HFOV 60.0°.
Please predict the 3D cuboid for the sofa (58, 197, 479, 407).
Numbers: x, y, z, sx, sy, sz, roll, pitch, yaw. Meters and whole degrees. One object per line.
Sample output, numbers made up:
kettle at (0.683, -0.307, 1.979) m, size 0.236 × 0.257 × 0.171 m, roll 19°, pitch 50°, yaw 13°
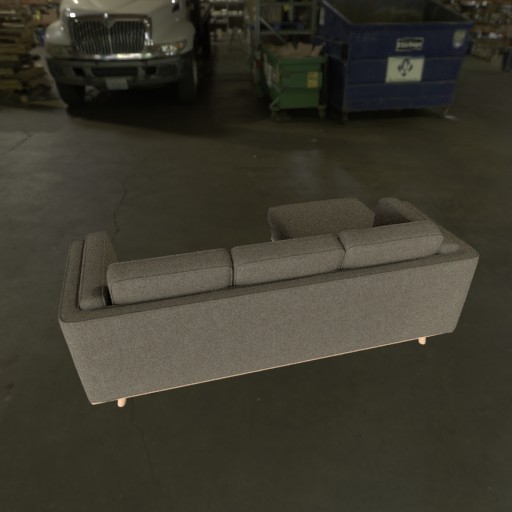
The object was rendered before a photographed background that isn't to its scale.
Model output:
sofa at (0.000, 0.000, 3.166) m, size 2.411 × 0.929 × 1.604 m, roll -8°, pitch 32°, yaw -13°
